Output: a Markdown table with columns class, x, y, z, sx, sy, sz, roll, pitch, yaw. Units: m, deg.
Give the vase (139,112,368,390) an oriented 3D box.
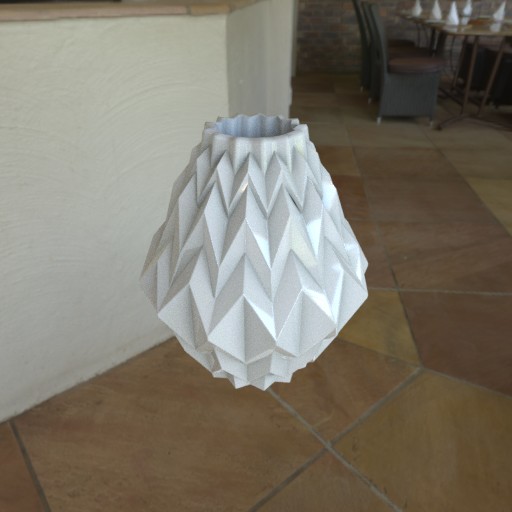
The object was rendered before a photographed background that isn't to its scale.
| class | x | y | z | sx | sy | sz | roll | pitch | yaw |
| --- | --- | --- | --- | --- | --- | --- | --- | --- | --- |
| vase | 0.000 | 0.000 | 0.316 | 0.164 | 0.185 | 0.164 | 0 | 31 | 0 |
